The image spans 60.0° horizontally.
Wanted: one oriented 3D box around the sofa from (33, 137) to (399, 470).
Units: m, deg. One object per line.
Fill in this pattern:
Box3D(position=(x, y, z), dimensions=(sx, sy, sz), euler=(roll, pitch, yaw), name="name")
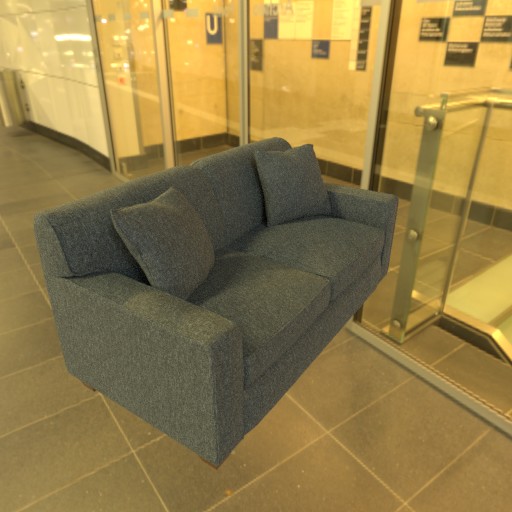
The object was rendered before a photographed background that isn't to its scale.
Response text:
Box3D(position=(0.000, 0.000, 2.405), dimensions=(0.998, 0.958, 1.846), euler=(17, 31, 30), name="sofa")
